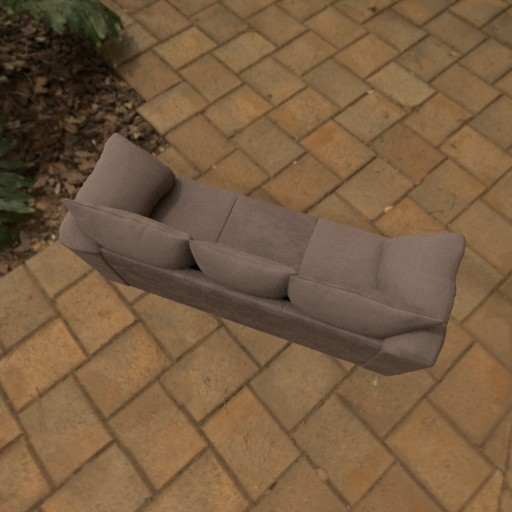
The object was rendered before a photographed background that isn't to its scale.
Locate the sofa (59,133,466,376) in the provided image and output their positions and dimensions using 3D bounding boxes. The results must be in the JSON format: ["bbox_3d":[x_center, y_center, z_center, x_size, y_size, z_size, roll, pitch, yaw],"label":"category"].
[{"bbox_3d":[0.000,0.000,2.883,2.377,0.981,0.893,18,64,9],"label":"sofa"}]
